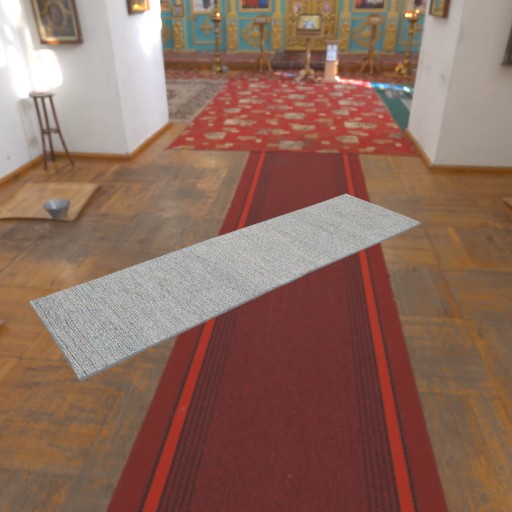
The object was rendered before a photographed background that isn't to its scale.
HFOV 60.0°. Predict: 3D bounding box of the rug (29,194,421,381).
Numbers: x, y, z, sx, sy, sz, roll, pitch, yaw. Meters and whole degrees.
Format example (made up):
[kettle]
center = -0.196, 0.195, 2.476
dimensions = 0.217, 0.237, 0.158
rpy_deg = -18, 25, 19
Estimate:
[rug]
center = 0.000, 0.000, 2.602
dimensions = 2.341, 0.037, 0.675
rpy_deg = -21, 36, -33
